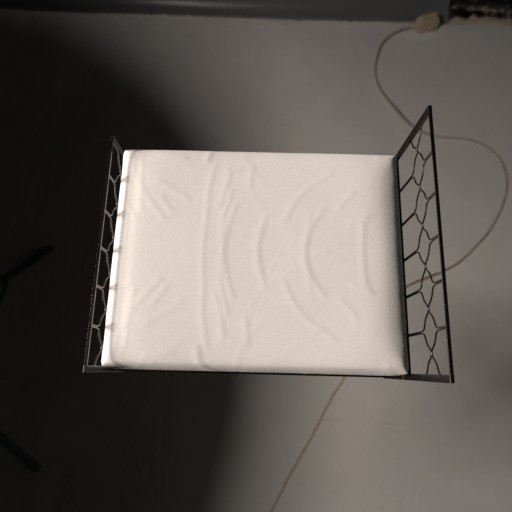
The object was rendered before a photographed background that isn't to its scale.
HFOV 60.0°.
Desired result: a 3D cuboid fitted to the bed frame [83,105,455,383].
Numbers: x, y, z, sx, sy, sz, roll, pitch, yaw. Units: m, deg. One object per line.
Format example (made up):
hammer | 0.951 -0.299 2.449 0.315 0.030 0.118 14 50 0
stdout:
bed frame | 0.000 0.000 3.047 2.063 1.222 1.597 1 76 0
